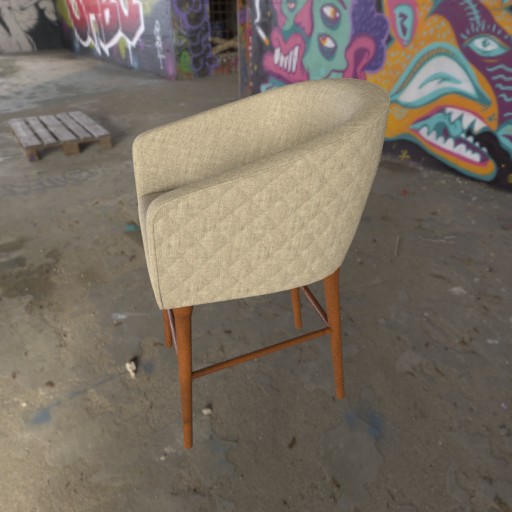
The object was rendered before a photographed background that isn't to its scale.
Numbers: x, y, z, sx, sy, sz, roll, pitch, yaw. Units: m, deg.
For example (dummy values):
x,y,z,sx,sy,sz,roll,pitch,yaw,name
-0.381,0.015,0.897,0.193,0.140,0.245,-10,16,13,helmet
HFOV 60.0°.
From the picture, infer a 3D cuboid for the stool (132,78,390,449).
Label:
x,y,z,sx,sy,sz,roll,pitch,yaw,name
0.000,0.000,1.323,0.635,0.952,0.559,-9,31,-14,stool
